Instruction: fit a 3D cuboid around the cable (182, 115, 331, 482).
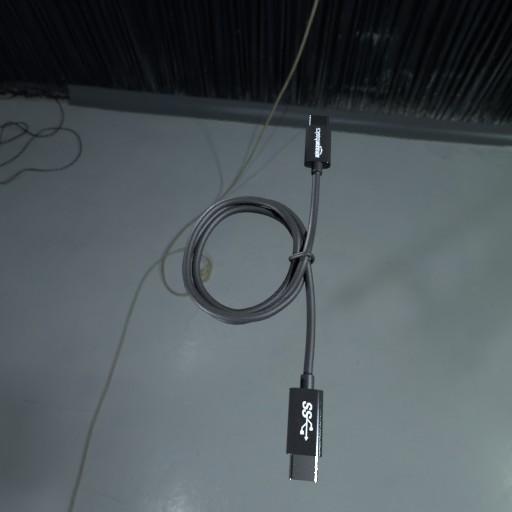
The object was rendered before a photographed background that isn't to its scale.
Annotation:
[{"bbox_3d":[0.000,0.000,0.210,0.070,0.014,0.186,5,64,2],"label":"cable"}]
